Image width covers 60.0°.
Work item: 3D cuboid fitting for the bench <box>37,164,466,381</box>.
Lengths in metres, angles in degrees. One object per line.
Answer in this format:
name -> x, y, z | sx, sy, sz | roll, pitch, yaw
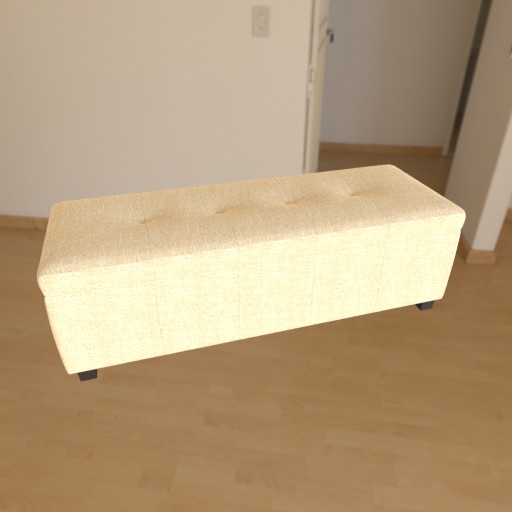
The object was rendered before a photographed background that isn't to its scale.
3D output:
bench -> 0.000, 0.000, 1.456 | 1.219, 0.406, 0.432 | -9, 33, -14
